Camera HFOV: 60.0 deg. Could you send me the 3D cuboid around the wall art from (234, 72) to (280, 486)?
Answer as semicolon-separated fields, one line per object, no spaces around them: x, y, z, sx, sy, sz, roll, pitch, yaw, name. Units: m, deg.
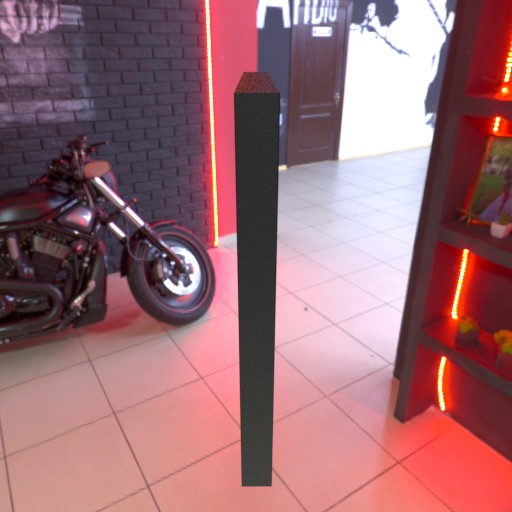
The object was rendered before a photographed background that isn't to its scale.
0.000;0.000;0.497;0.030;0.369;0.294;0;25;0;wall art
